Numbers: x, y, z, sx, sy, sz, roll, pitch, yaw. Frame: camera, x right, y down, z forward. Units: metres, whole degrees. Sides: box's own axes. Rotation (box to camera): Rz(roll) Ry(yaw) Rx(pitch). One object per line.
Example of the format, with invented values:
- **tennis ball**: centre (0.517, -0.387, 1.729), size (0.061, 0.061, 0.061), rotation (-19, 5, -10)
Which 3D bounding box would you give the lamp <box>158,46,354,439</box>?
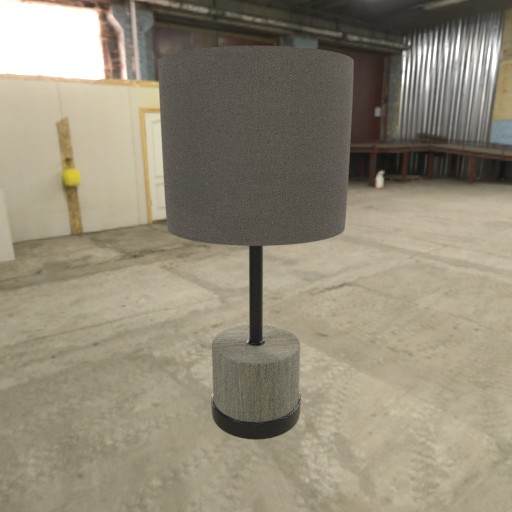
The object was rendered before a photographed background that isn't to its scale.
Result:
- **lamp**: centre (0.000, 0.000, 0.586), size (0.229, 0.470, 0.229), rotation (-3, 15, -9)
